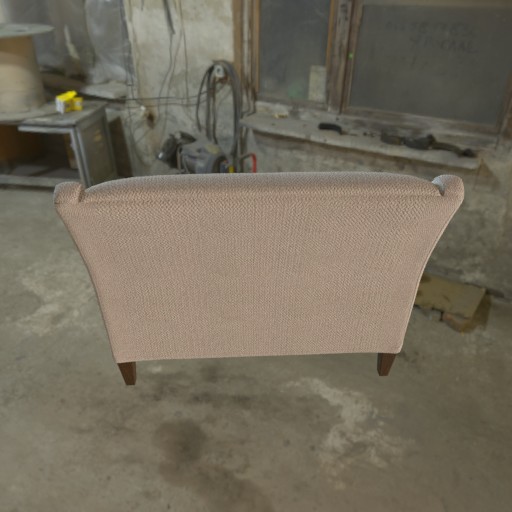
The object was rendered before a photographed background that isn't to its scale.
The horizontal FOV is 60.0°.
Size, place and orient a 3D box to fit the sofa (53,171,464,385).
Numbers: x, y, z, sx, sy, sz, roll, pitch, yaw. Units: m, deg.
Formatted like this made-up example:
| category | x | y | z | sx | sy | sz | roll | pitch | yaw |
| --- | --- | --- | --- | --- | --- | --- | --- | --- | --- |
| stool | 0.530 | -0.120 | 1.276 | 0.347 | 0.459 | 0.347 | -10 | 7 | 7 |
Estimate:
| category | x | y | z | sx | sy | sz | roll | pitch | yaw |
| --- | --- | --- | --- | --- | --- | --- | --- | --- | --- |
| sofa | 0.000 | 0.000 | 1.905 | 1.242 | 1.022 | 0.870 | -1 | 32 | -2 |
